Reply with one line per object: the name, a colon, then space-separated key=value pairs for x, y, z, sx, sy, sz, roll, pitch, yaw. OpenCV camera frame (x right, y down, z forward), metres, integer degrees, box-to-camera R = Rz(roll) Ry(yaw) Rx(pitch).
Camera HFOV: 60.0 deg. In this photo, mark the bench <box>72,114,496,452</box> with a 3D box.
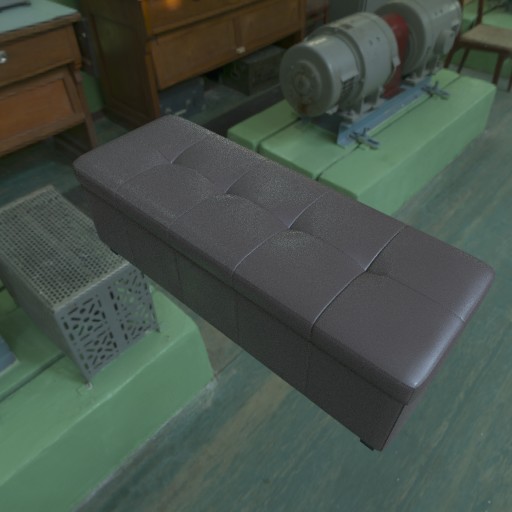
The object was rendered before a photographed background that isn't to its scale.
bench: x=0.000 y=0.000 z=1.384 sx=1.219 sy=0.417 sz=0.450 roll=32 pitch=53 yaw=28
